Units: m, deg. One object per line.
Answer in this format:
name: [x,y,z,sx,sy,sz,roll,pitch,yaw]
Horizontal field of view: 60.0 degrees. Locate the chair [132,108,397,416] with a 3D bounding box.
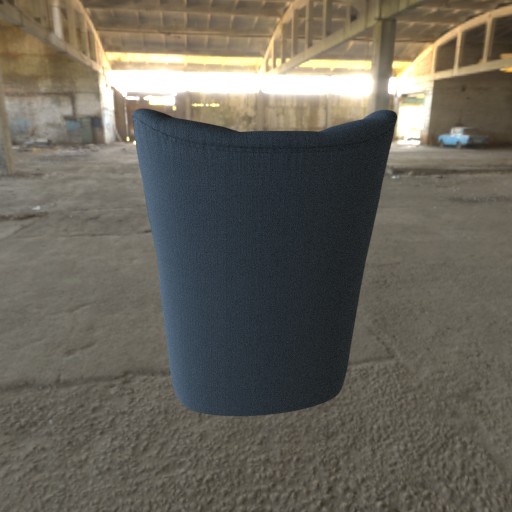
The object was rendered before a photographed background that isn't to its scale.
chair: [0.000,0.000,1.739,0.831,1.079,0.930,-3,17,-9]
